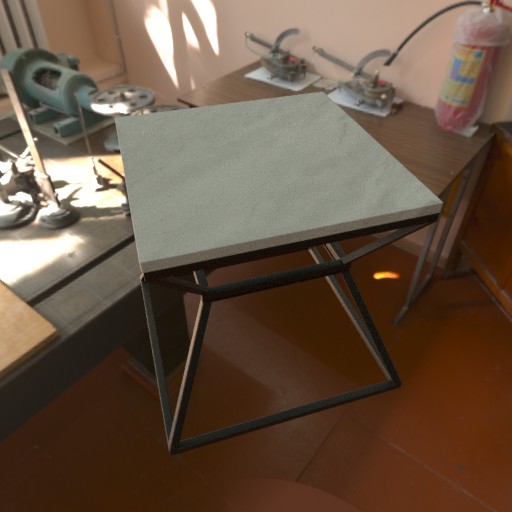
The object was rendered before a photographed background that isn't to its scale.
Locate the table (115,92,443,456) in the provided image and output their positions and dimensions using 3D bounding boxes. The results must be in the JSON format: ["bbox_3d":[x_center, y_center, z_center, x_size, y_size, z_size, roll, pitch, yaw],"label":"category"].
[{"bbox_3d":[0.000,0.000,0.842,0.455,0.431,0.455,-12,43,-13],"label":"table"}]
